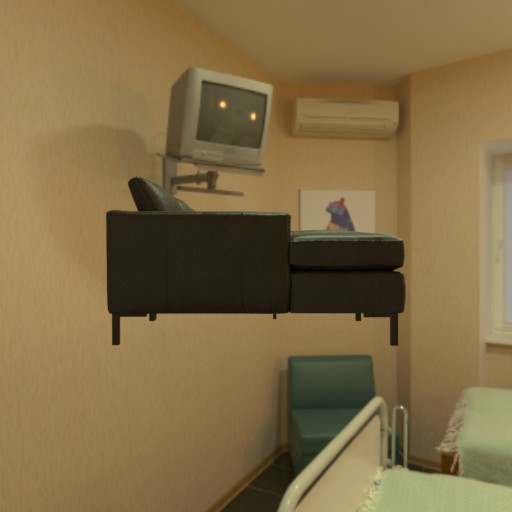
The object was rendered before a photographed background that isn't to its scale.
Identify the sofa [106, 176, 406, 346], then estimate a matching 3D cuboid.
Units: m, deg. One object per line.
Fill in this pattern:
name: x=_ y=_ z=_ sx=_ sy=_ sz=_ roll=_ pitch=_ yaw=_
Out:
sofa: x=0.000 y=0.000 z=3.624 sx=1.471 sy=0.859 sz=2.993 roll=0 pitch=0 yaw=0
